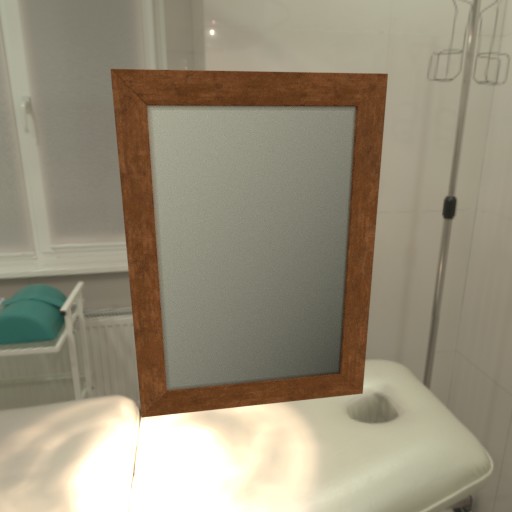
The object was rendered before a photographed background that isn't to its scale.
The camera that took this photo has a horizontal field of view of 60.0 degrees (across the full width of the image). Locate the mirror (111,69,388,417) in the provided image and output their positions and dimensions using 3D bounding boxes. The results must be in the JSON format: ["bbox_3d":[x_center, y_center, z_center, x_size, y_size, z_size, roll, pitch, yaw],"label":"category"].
[{"bbox_3d":[0.000,0.000,1.424,0.796,1.099,0.028,-3,17,-10],"label":"mirror"}]
